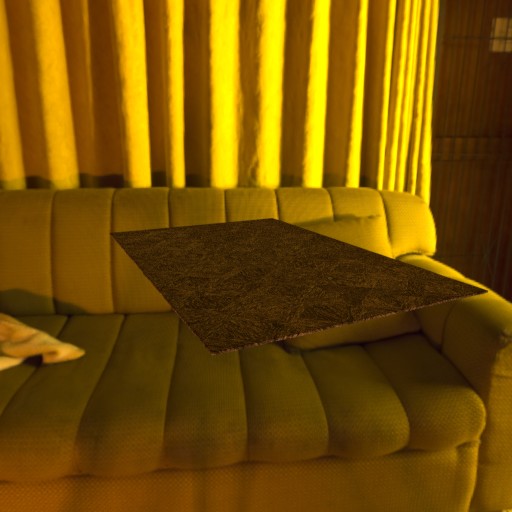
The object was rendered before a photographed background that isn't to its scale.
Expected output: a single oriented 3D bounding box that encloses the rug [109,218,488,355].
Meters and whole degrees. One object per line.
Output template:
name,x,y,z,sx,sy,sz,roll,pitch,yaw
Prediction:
rug,0.000,0.000,2.299,1.189,0.011,1.808,-8,17,-26
